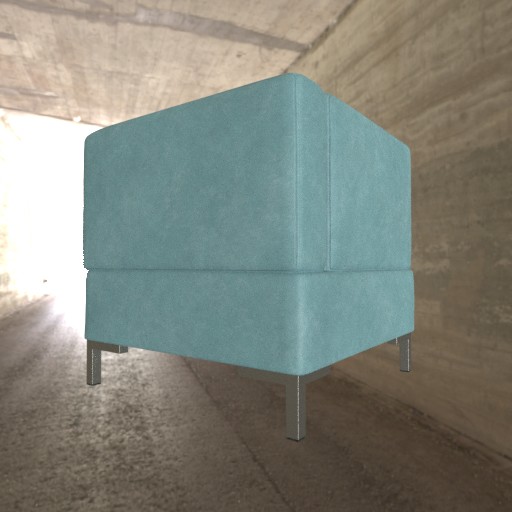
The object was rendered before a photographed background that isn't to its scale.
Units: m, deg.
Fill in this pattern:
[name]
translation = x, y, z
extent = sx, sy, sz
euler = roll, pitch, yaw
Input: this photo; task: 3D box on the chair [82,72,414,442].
[chair]
translation = 0.000, 0.000, 1.218
extent = 0.680, 0.660, 0.680
euler = -1, -1, 36
